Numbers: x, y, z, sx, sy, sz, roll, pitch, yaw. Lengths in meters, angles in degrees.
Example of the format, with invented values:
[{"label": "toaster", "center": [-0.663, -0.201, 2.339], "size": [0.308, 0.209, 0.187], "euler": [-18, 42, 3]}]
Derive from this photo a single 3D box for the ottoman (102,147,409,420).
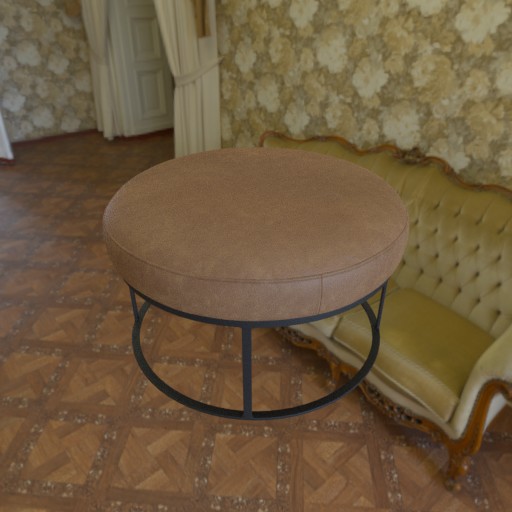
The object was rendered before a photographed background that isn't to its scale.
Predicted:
[{"label": "ottoman", "center": [0.000, 0.000, 1.238], "size": [0.771, 0.460, 0.771], "euler": [0, 31, 0]}]
